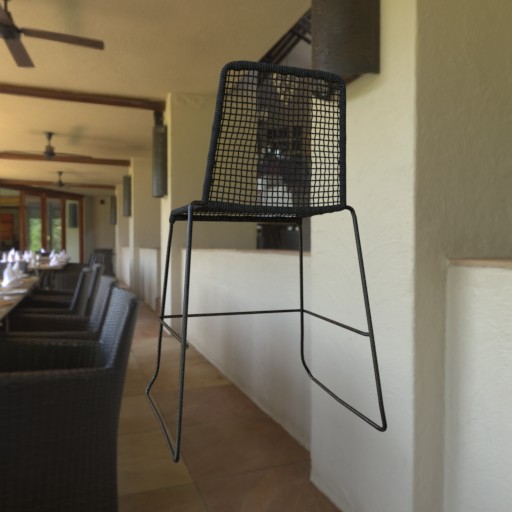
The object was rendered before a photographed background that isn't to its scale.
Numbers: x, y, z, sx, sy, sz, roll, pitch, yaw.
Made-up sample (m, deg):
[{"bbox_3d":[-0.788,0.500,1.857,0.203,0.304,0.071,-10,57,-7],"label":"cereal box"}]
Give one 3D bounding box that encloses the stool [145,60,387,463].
[{"bbox_3d":[0.000,0.000,1.272,0.590,0.905,0.509,0,1,-18],"label":"stool"}]
